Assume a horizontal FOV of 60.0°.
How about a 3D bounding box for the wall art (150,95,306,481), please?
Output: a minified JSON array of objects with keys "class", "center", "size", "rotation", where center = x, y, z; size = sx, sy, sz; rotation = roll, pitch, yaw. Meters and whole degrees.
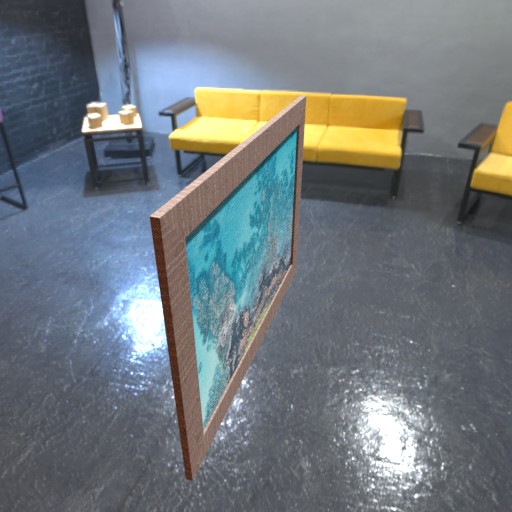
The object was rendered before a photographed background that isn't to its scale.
[{"class":"wall art","center":[0.000,0.000,1.380],"size":[0.020,0.761,1.056],"rotation":[10,33,16]}]
